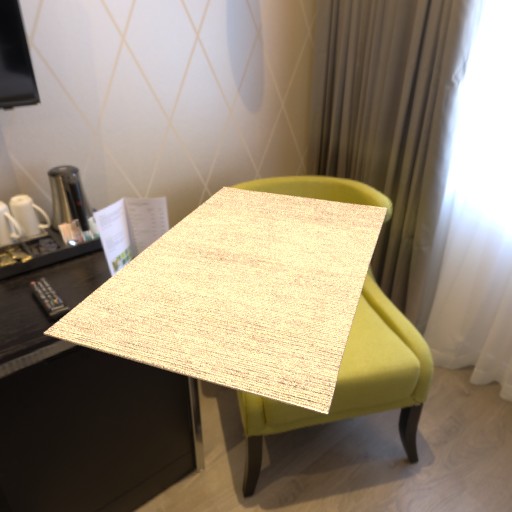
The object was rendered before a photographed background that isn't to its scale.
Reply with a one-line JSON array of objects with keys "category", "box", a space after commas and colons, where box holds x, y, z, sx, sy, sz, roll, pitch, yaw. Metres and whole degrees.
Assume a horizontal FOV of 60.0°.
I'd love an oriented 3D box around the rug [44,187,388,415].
[{"category": "rug", "box": [0.000, 0.000, 2.302, 1.149, 0.021, 1.773, 10, 31, 18]}]
